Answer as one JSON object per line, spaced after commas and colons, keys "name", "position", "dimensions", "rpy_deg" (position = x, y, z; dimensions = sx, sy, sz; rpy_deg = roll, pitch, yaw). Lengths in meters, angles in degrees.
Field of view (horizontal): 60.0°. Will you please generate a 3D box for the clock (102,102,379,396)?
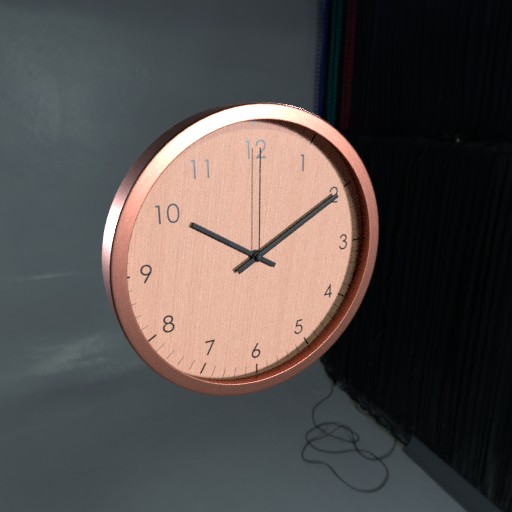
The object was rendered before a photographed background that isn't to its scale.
{"name": "clock", "position": [0.000, 0.000, 0.480], "dimensions": [0.313, 0.313, 0.040], "rpy_deg": [-9, 20, -27]}
